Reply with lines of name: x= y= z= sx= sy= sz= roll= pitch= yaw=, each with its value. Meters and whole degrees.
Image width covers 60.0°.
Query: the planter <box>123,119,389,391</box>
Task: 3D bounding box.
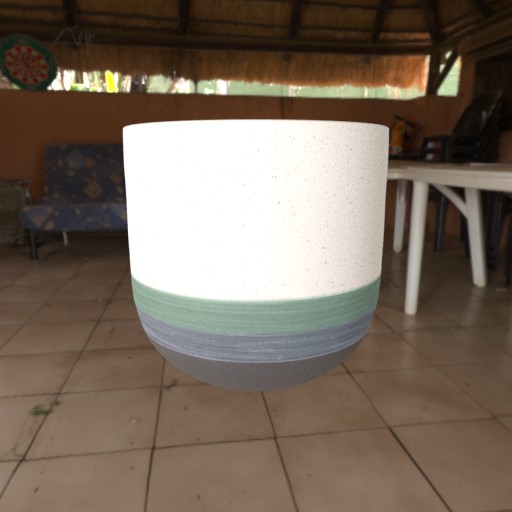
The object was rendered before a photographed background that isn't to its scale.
planter: x=0.000 y=0.000 z=0.491 sx=0.268 sy=0.270 sz=0.268 roll=0 pitch=13 yaw=0
